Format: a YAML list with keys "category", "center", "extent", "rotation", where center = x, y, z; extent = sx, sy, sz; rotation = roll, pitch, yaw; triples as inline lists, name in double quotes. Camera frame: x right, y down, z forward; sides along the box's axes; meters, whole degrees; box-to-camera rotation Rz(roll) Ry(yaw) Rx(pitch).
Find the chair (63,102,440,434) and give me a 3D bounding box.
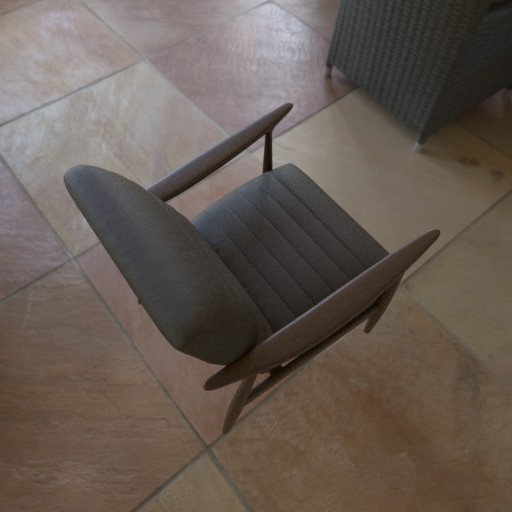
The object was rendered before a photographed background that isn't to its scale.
- category: "chair"
  center: [0.000, 0.000, 1.425]
  extent: [0.798, 0.831, 0.741]
  rotation: [-32, 64, -18]
